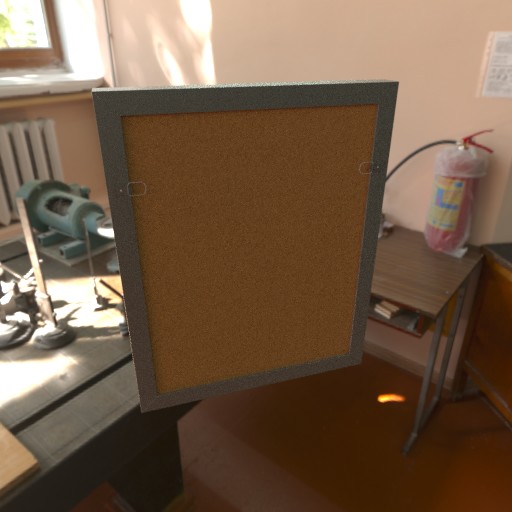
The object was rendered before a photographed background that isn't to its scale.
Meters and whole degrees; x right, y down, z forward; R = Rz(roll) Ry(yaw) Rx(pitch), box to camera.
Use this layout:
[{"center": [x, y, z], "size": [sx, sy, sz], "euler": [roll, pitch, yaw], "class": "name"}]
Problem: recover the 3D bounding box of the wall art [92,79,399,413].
[{"center": [0.000, 0.000, 0.523], "size": [0.308, 0.379, 0.030], "euler": [-8, 28, -16], "class": "wall art"}]
